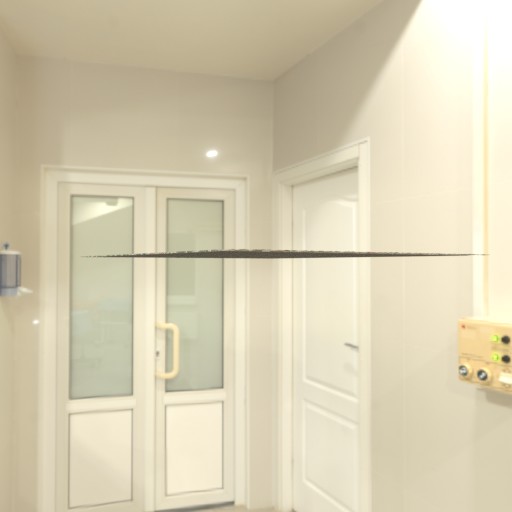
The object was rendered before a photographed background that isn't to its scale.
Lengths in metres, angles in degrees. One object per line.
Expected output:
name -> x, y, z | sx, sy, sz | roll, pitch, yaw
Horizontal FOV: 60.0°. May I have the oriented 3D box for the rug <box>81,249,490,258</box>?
rug -> 0.000, 0.000, 4.056 | 2.438, 0.010, 3.048 | 1, -1, -35
